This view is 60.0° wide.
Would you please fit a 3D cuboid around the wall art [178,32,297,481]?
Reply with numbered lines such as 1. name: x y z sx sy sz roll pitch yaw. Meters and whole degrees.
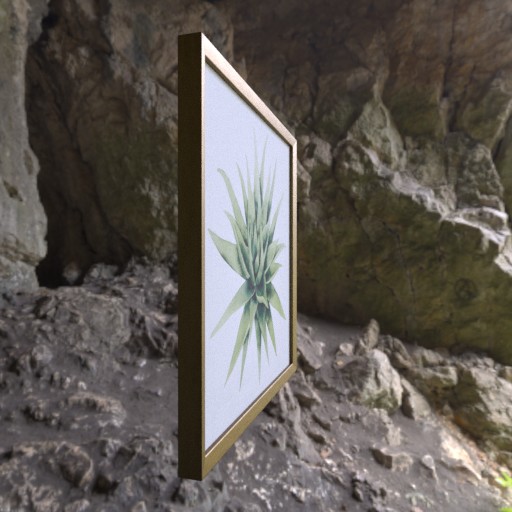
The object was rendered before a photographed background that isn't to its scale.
1. wall art: 0.000 0.000 0.742 0.030 0.506 0.503 0 0 17
